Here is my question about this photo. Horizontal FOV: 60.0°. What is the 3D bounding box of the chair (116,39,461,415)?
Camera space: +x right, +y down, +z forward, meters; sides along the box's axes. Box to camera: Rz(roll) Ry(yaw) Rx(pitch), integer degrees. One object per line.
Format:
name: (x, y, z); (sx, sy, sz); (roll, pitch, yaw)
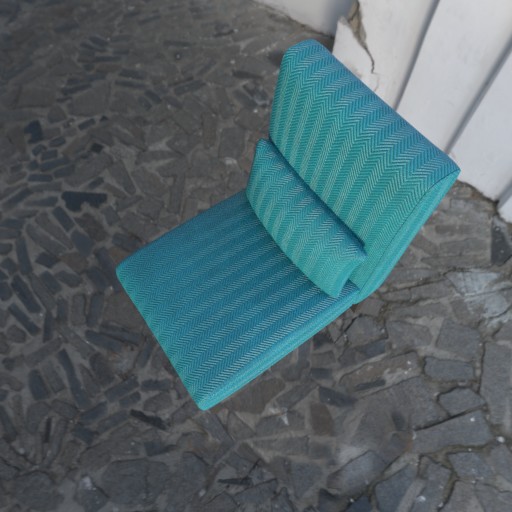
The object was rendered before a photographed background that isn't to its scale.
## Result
chair: (0.000, 0.000, 1.430); (0.808, 0.927, 0.579); (-32, 68, -15)
